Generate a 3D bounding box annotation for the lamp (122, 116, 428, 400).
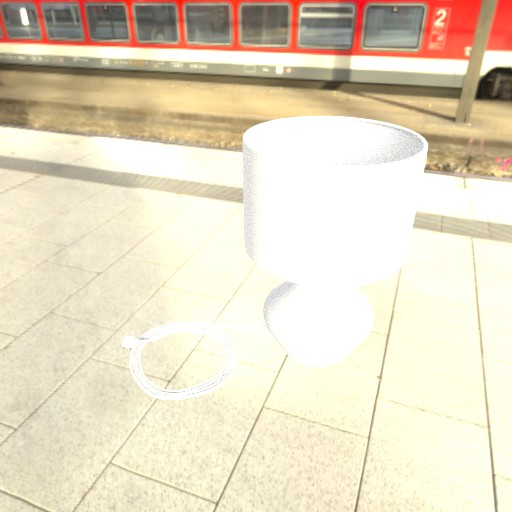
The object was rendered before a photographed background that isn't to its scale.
[{"bbox_3d":[0.000,0.000,0.856,0.546,0.457,0.401,10,32,16],"label":"lamp"}]
